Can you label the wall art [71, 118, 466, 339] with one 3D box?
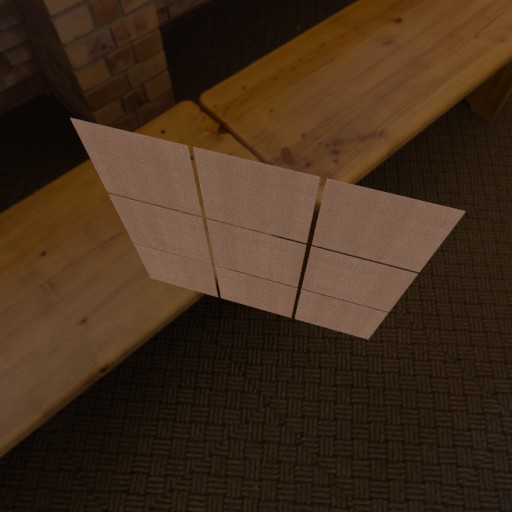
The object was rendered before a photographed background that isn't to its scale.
[{"bbox_3d":[0.000,0.000,2.304,1.517,1.505,0.002,15,64,8],"label":"wall art"}]
